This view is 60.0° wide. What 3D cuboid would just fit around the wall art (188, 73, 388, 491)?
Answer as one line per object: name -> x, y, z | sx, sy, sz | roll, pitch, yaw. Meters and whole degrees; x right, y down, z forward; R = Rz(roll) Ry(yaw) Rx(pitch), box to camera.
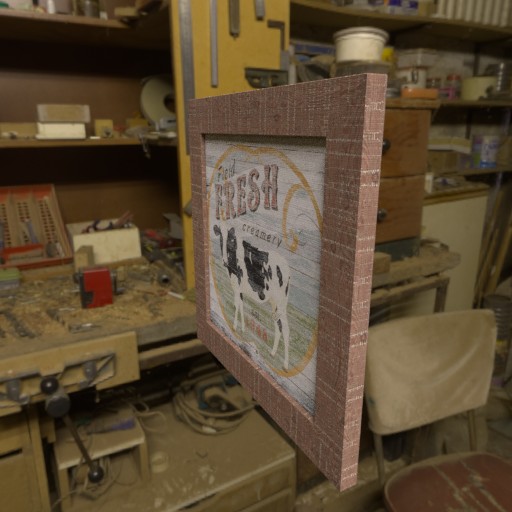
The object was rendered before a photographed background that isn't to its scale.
wall art -> 0.000, 0.000, 0.761 | 0.029, 0.531, 0.531 | -9, 18, -27
